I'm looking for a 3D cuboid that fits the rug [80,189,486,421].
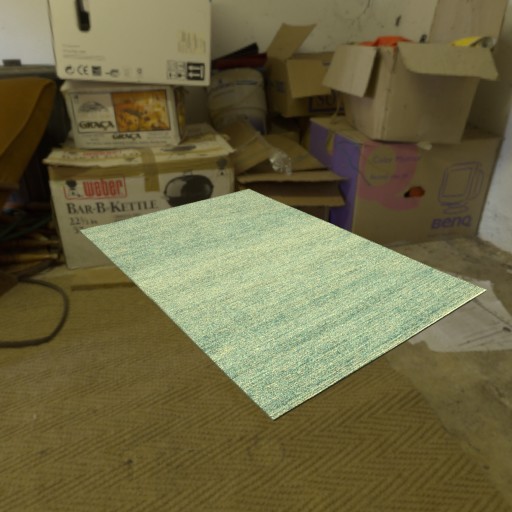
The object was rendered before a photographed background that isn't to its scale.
[{"bbox_3d":[0.000,0.000,5.184,2.802,0.052,4.078,-19,32,-33],"label":"rug"}]
